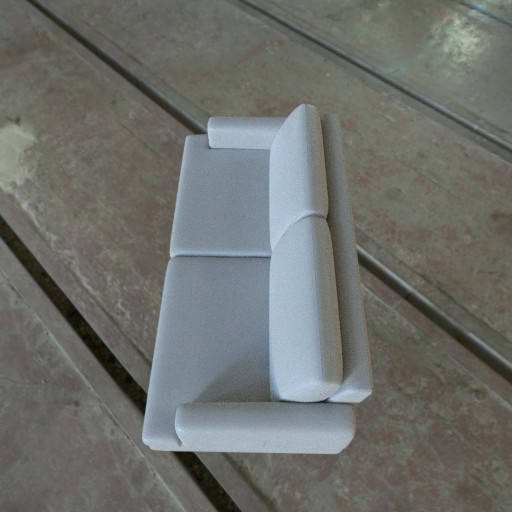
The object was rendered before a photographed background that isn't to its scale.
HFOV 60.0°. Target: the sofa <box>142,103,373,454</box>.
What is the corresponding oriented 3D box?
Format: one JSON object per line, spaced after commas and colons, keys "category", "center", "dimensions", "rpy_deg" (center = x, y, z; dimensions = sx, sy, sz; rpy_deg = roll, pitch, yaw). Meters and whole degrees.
{"category": "sofa", "center": [0.000, 0.000, 2.425], "dimensions": [0.974, 0.765, 1.940], "rpy_deg": [1, 57, 1]}
